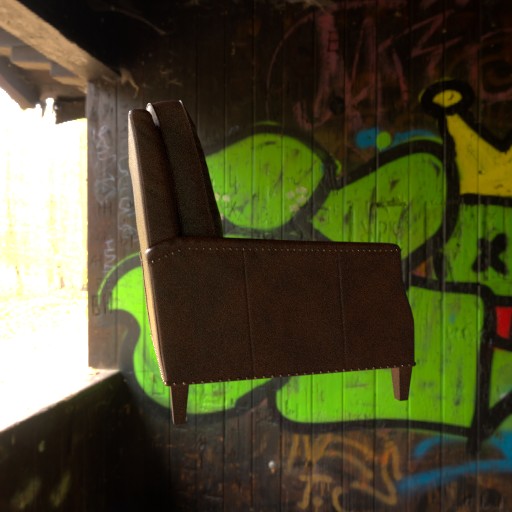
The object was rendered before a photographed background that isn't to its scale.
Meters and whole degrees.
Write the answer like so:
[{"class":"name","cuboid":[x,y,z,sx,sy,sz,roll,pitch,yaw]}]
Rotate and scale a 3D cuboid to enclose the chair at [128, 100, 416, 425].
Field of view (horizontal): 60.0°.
[{"class":"chair","cuboid":[0.000,0.000,1.877,1.035,1.054,0.854,0,1,-16]}]
